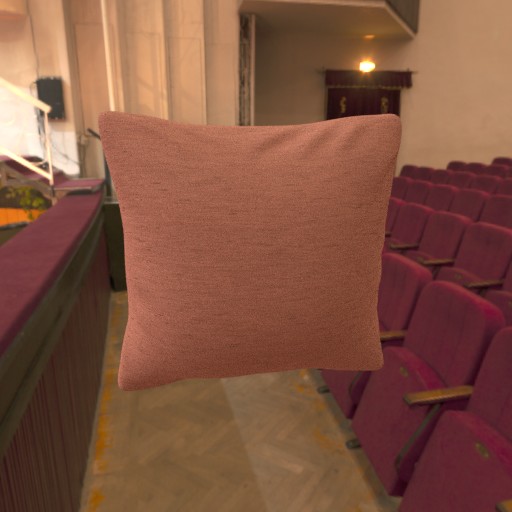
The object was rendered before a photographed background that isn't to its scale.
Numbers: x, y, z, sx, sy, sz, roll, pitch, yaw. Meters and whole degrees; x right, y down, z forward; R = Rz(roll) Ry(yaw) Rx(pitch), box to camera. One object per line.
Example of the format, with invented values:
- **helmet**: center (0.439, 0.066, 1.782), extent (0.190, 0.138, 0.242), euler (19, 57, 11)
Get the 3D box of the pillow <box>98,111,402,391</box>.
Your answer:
- **pillow**: center (0.000, 0.000, 0.670), extent (0.432, 0.415, 0.246), euler (-2, 15, -8)
